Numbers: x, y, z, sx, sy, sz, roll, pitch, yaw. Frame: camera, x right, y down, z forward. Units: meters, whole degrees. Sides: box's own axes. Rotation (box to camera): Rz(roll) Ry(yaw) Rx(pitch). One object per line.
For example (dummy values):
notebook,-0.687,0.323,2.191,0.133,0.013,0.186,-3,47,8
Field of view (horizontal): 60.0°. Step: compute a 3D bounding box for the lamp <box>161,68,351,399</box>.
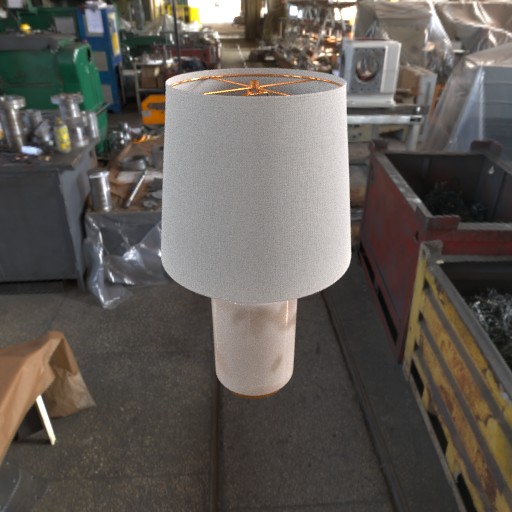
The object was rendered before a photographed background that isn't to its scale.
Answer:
lamp,0.000,0.000,0.455,0.189,0.340,0.189,0,30,0
